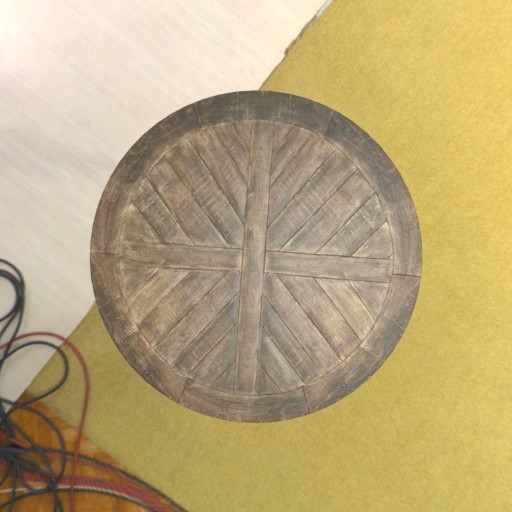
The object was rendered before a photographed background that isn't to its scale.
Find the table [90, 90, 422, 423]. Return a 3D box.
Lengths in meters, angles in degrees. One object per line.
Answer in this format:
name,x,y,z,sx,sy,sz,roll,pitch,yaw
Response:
table,0.000,0.000,2.062,1.264,0.762,1.264,0,91,0
